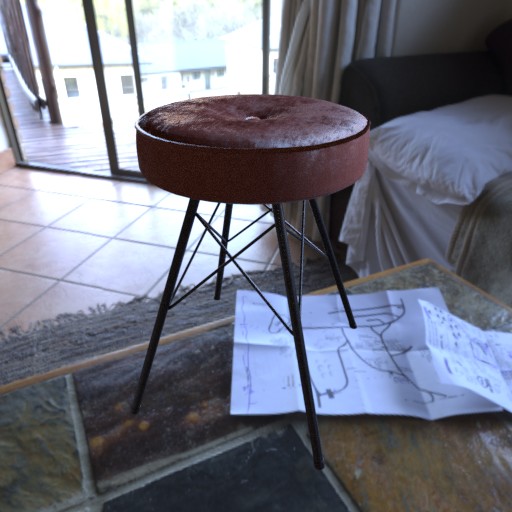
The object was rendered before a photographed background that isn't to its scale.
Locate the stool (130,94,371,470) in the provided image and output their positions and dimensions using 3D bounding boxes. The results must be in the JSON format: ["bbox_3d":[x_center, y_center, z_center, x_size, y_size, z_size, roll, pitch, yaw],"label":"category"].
[{"bbox_3d":[0.000,0.000,0.921,0.421,0.593,0.457,10,31,17],"label":"stool"}]
